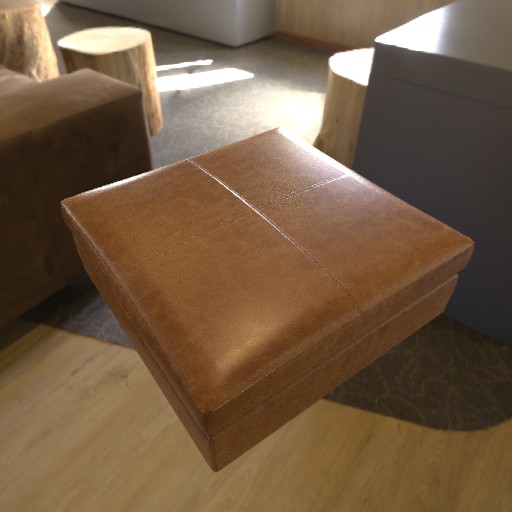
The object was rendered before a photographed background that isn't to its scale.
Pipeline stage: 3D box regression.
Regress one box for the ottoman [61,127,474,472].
[{"bbox_3d":[0.000,0.000,1.830,1.168,0.483,1.169,-26,48,-26],"label":"ottoman"}]
